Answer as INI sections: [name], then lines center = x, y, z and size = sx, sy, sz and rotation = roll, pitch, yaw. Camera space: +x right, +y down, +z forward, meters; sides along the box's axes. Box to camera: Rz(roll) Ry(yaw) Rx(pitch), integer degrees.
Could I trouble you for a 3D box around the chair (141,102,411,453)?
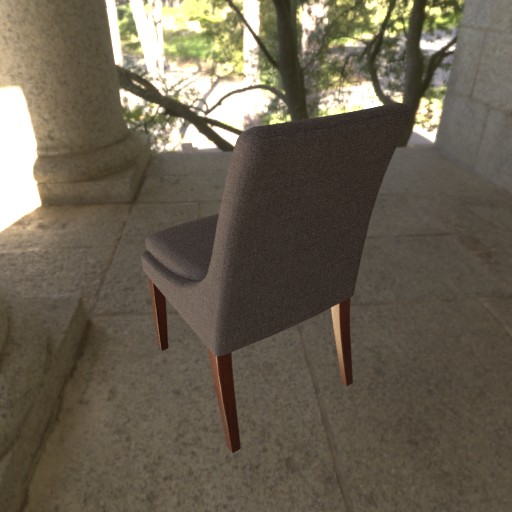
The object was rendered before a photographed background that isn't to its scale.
[chair]
center = 0.000, 0.000, 1.349
size = 0.508, 0.952, 0.655
rotation = -19, 35, -29
